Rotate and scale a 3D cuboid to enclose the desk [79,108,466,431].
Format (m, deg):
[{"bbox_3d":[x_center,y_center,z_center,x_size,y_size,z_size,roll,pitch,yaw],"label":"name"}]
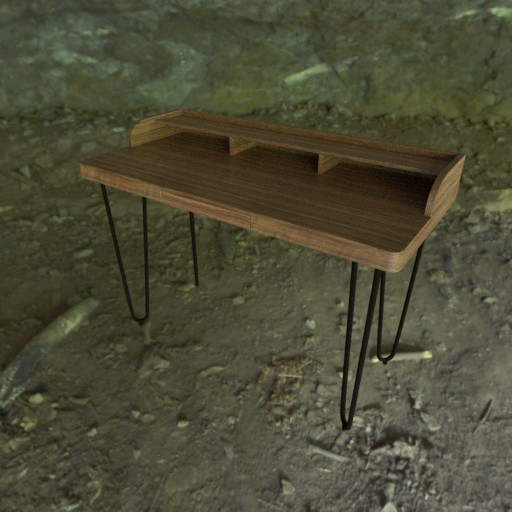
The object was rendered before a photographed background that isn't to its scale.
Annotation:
[{"bbox_3d":[0.000,0.000,1.682,1.200,0.854,0.565,19,35,29],"label":"desk"}]
